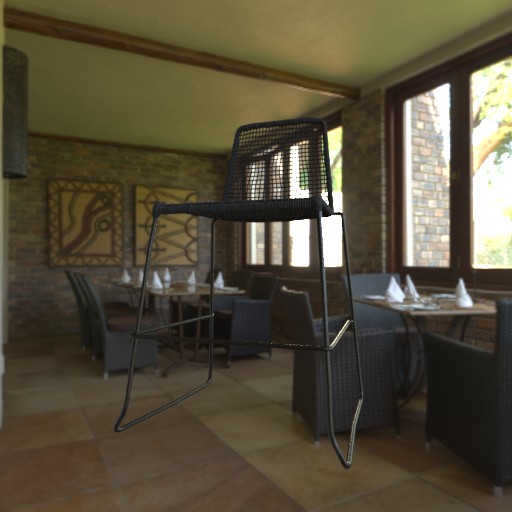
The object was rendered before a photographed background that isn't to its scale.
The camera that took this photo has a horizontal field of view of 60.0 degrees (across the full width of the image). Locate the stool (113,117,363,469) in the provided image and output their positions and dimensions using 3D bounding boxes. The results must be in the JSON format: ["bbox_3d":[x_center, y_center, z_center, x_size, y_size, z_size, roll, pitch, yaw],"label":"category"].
[{"bbox_3d":[0.000,0.000,1.252,0.590,0.905,0.509,0,-1,20],"label":"stool"}]
